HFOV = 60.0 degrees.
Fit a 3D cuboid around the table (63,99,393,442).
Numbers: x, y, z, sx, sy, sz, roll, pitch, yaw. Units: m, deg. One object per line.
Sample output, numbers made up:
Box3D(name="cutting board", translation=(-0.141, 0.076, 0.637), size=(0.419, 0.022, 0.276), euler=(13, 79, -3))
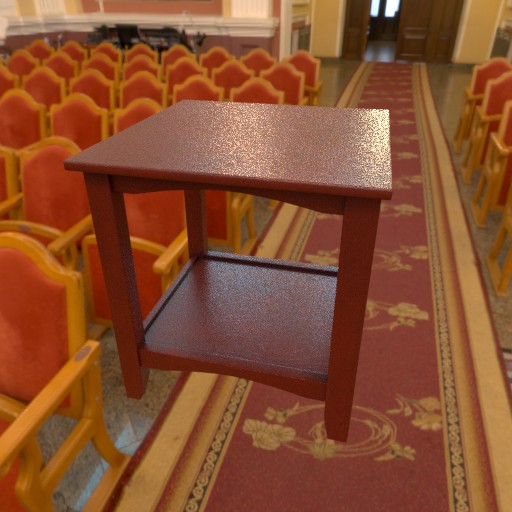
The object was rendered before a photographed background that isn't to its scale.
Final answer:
Box3D(name="table", translation=(0.000, 0.000, 0.993), size=(0.523, 0.558, 0.522), euler=(8, 31, 14))
